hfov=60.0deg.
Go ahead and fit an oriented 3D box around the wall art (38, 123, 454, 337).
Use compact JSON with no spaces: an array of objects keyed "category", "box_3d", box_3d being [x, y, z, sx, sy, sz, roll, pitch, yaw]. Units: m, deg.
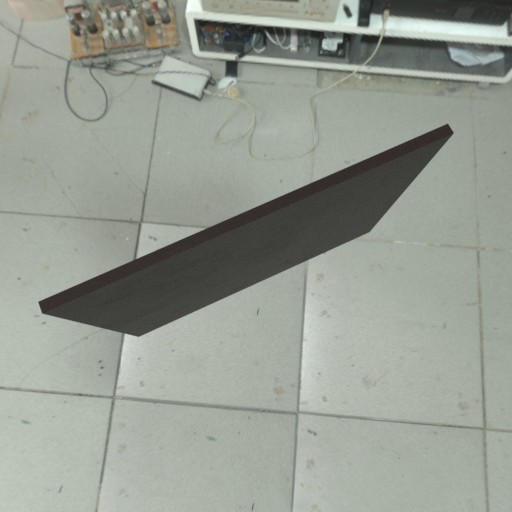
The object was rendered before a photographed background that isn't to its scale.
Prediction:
[{"category":"wall art","box_3d":[0.000,0.000,1.647,1.207,0.952,0.034,-24,77,-6]}]
